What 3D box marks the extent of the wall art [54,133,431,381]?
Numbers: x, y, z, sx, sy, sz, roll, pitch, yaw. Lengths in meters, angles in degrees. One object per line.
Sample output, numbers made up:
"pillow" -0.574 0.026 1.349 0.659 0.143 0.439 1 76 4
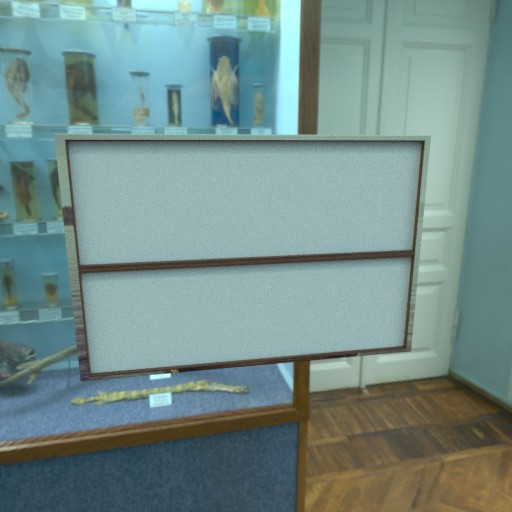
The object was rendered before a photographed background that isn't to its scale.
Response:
"wall art" 0.000 0.000 1.445 1.149 0.765 0.040 -3 14 -10
